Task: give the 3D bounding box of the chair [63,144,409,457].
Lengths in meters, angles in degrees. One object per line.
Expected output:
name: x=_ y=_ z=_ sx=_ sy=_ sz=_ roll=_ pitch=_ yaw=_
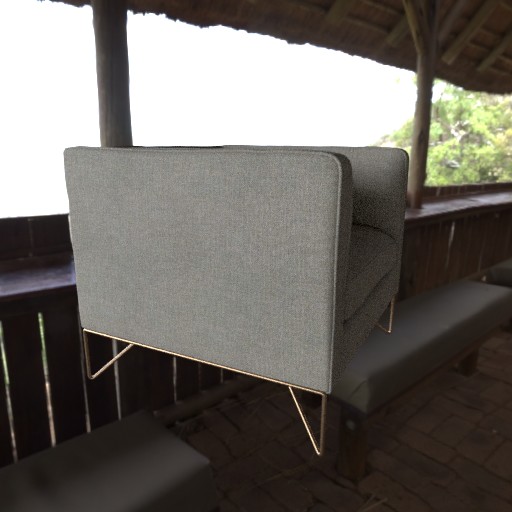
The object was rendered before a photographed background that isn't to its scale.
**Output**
chair: x=0.000 y=0.000 z=1.644 sx=0.912 sy=0.799 sz=0.920 roll=7 pitch=16 yaw=27
